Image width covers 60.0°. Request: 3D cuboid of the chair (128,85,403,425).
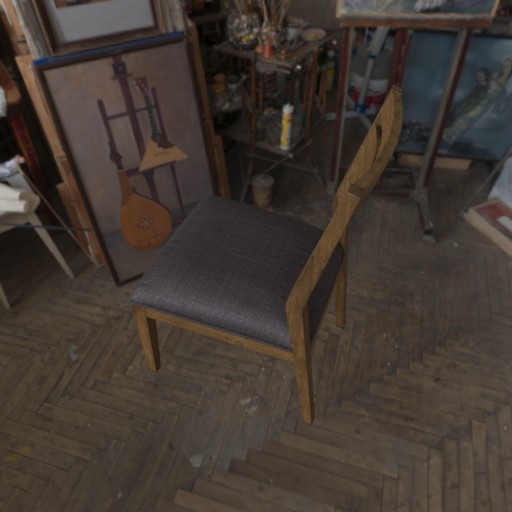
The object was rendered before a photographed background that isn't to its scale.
[{"bbox_3d":[0.000,0.000,1.291,0.610,0.939,0.501,17,49,15],"label":"chair"}]
